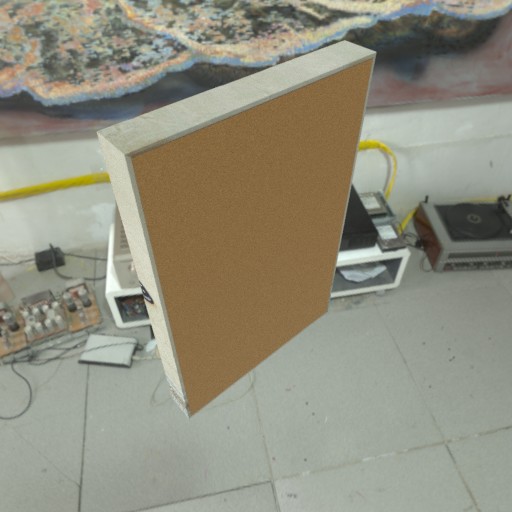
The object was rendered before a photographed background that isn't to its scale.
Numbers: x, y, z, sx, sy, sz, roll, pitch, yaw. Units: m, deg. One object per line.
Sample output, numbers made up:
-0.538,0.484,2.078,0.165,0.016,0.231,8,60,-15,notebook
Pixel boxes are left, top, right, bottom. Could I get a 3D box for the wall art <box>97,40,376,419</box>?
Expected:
0.000,0.000,0.485,0.254,0.381,0.038,-32,53,-27,wall art
